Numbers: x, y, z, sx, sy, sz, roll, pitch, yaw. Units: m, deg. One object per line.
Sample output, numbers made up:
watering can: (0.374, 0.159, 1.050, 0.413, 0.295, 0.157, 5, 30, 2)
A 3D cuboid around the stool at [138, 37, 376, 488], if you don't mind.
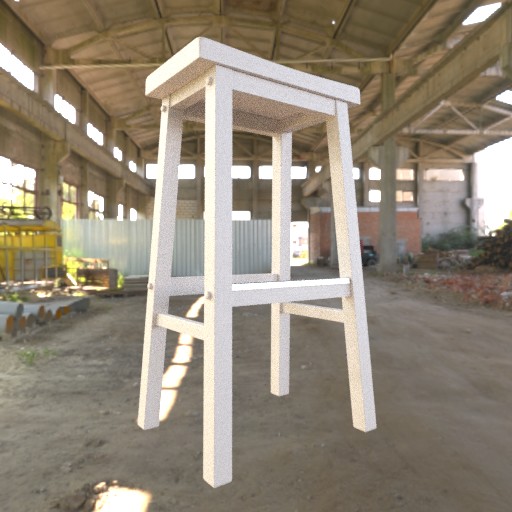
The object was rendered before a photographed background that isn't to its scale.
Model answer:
stool: (0.000, 0.000, 0.956, 0.406, 0.742, 0.322, 0, 1, -36)
